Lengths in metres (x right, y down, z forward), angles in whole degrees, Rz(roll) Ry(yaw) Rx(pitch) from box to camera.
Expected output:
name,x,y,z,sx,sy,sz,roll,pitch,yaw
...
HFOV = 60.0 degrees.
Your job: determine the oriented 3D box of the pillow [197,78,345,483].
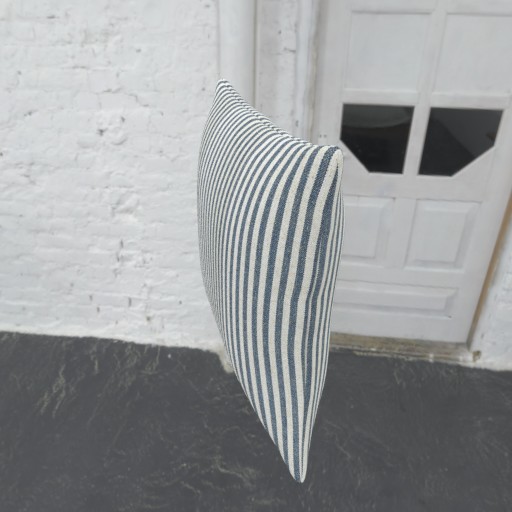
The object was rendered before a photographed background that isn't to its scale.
name,x,y,z,sx,sy,sz,roll,pitch,yaw
pillow,0.000,0.000,0.761,0.166,0.510,0.523,-8,30,-14
